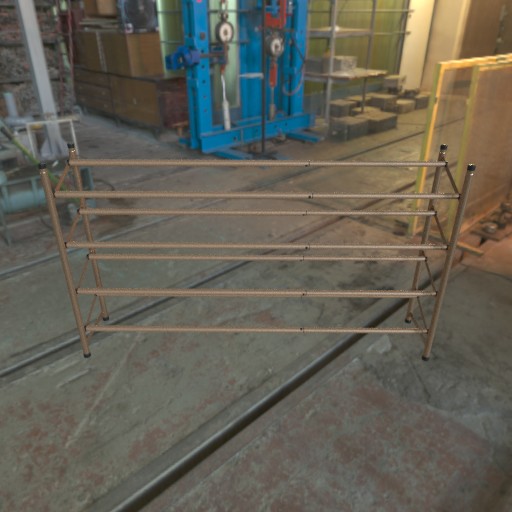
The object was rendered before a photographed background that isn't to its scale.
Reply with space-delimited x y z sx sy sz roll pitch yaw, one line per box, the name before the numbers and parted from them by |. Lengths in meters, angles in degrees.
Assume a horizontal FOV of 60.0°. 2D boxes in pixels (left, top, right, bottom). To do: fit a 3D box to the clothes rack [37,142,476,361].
clothes rack | 0.000 0.000 1.430 1.168 0.672 0.229 0 29 1
